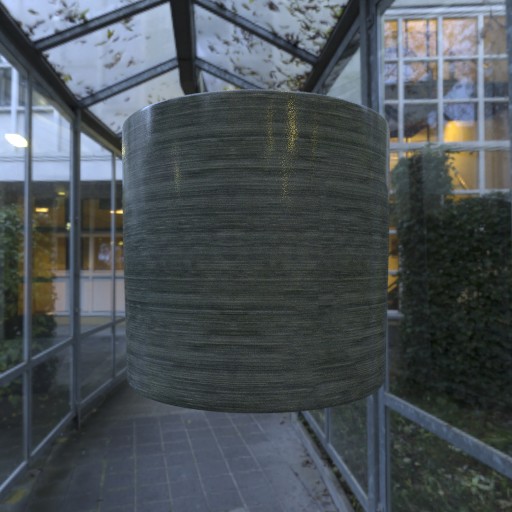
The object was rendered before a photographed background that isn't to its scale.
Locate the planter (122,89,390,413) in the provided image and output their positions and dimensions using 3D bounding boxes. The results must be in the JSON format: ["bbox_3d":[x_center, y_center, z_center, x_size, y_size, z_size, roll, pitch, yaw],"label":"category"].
[{"bbox_3d":[0.000,0.000,0.381,0.221,0.201,0.221,0,-1,0],"label":"planter"}]
